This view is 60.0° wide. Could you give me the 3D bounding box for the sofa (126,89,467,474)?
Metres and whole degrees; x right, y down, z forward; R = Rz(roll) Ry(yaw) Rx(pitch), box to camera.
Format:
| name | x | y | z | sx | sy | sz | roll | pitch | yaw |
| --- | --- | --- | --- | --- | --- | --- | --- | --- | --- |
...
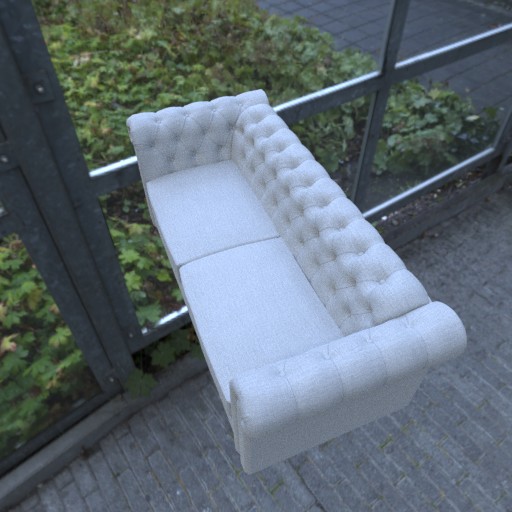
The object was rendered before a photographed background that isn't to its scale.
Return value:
| name | x | y | z | sx | sy | sz | roll | pitch | yaw |
| --- | --- | --- | --- | --- | --- | --- | --- | --- | --- |
| sofa | 0.000 | 0.000 | 2.141 | 0.783 | 0.797 | 1.798 | -17 | 50 | -15 |
